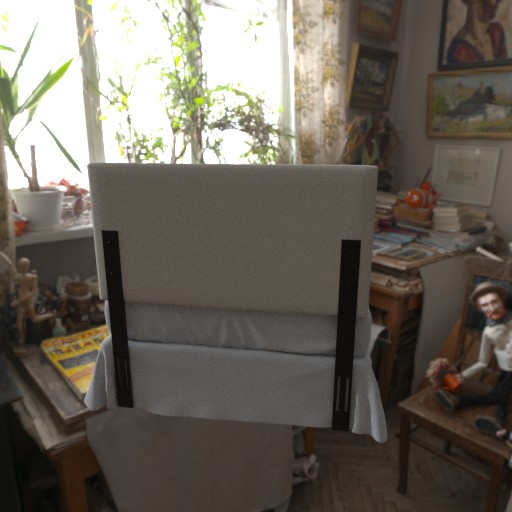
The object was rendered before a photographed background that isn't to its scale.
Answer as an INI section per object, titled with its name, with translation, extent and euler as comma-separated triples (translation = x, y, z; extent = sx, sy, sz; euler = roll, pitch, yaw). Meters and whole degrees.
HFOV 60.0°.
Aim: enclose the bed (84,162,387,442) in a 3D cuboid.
[bed]
translation = 0.000, 0.000, 3.564
extent = 1.936, 1.577, 2.222
euler = 3, 16, 9
